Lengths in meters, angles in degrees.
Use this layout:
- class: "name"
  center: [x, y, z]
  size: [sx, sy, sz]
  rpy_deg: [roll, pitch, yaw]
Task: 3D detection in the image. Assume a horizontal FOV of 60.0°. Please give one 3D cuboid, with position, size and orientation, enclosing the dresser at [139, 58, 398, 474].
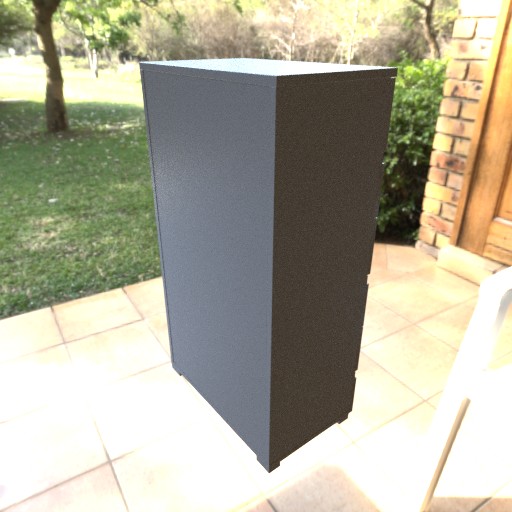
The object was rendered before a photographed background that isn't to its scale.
- class: "dresser"
  center: [0.000, 0.000, 1.498]
  size: [0.400, 1.190, 0.650]
  rpy_deg: [-19, 32, -33]
